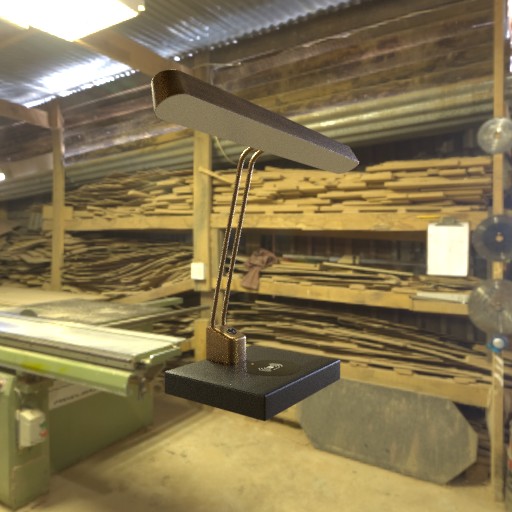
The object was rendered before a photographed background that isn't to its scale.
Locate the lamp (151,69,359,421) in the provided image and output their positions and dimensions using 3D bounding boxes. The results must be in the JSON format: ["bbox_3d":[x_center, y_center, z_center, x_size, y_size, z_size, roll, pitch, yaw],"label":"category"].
[{"bbox_3d":[0.000,0.000,0.584,0.156,0.345,0.412,1,2,36],"label":"lamp"}]
